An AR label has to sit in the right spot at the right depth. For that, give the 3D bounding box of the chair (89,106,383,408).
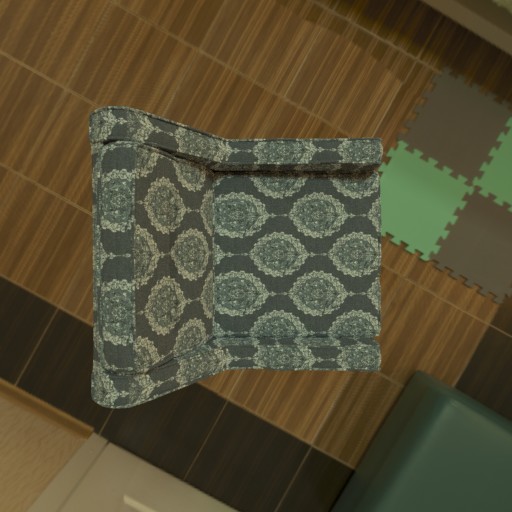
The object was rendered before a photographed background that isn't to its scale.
[{"bbox_3d":[0.000,0.000,1.306,0.743,0.792,0.663,0,91,-1],"label":"chair"}]
